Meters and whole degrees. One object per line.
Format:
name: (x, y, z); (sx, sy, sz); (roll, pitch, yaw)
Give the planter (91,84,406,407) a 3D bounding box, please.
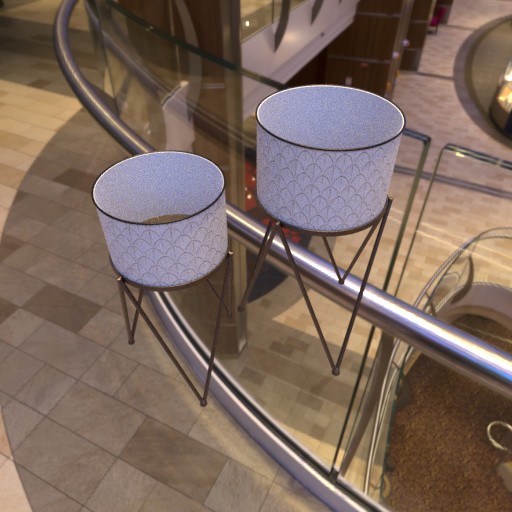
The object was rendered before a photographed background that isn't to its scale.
planter: (0.000, 0.000, 1.167); (0.769, 0.712, 0.413); (-13, 44, -14)
